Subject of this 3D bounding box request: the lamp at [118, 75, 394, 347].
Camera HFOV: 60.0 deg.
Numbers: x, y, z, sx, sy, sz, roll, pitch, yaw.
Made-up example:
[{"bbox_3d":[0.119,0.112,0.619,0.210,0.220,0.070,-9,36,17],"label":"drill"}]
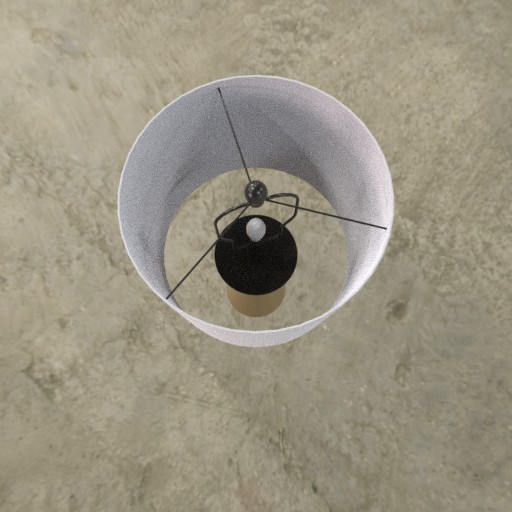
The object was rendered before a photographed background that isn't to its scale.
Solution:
[{"bbox_3d":[0.000,0.000,0.745,0.304,0.573,0.304,-17,76,-4],"label":"lamp"}]
